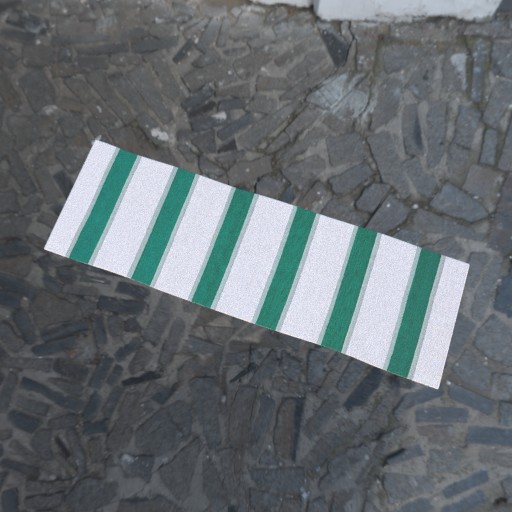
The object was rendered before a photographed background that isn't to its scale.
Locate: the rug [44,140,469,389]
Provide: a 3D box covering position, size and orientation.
[{"bbox_3d":[0.000,0.000,2.660,2.438,0.012,0.768,19,78,4],"label":"rug"}]
